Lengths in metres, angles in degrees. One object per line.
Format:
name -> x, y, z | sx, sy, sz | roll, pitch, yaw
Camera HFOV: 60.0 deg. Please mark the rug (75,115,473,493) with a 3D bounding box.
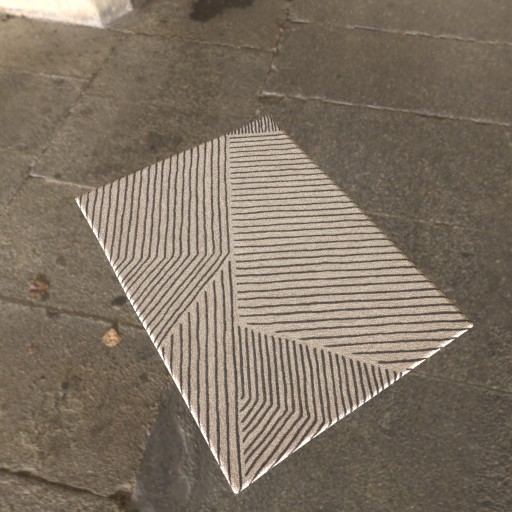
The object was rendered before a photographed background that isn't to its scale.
rug -> 0.000, 0.000, 3.195 | 1.829, 0.028, 2.449 | -28, 62, -17
